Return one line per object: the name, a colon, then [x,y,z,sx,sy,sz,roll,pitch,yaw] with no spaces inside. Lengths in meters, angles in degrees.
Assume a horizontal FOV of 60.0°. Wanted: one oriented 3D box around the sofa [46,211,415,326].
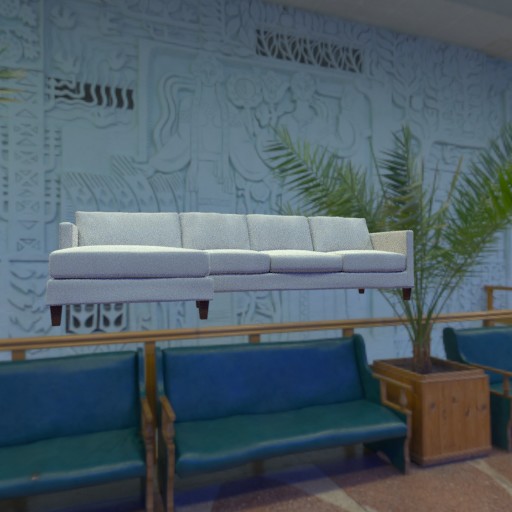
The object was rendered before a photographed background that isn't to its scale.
sofa: [0.000,0.000,3.912,3.186,0.861,1.625,0,0,-18]
